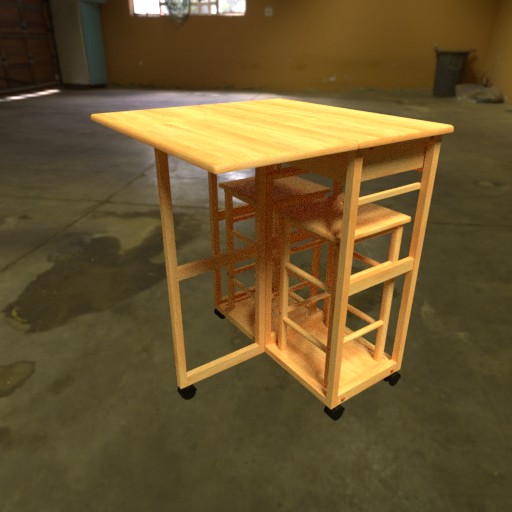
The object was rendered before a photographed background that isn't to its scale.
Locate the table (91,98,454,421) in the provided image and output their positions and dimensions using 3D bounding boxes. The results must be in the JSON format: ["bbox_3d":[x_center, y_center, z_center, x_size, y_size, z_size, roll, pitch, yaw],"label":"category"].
[{"bbox_3d":[0.000,0.000,1.388,0.693,0.832,0.752,-17,31,-31],"label":"table"}]
